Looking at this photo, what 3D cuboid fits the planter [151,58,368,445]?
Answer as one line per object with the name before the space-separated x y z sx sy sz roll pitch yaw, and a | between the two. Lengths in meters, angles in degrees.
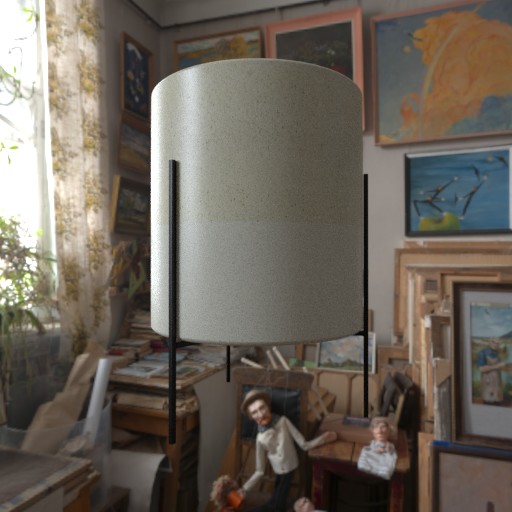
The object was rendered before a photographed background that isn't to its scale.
planter | 0.000 0.000 0.701 0.324 0.483 0.333 0 0 -19
